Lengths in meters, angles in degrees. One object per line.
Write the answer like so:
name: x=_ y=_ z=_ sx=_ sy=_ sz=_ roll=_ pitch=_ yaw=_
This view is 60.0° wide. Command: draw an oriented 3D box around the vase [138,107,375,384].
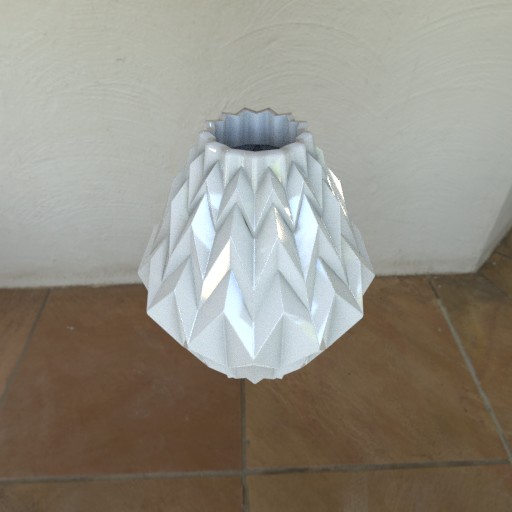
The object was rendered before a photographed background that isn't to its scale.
vase: x=0.000 y=0.000 z=0.307 sx=0.164 sy=0.185 sz=0.164 roll=0 pitch=41 yaw=0
